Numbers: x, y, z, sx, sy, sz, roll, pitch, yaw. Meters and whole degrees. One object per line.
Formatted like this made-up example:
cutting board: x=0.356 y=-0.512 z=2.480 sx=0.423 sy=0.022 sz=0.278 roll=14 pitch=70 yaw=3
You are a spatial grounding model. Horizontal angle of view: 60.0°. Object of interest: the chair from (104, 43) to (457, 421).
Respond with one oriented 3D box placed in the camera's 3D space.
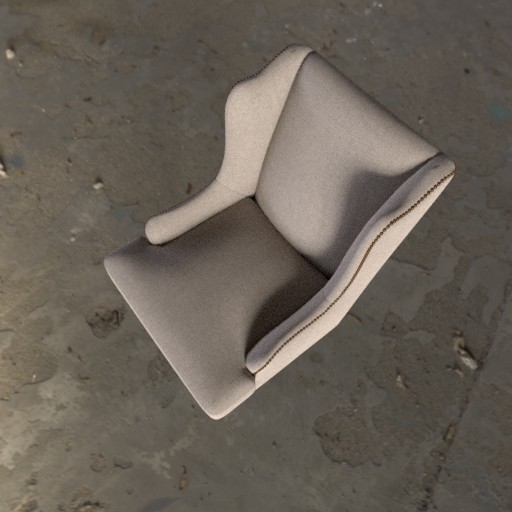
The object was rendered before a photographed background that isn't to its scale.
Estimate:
chair: x=0.000 y=0.000 z=1.645 sx=0.940 sy=1.029 sz=0.737 roll=-35 pitch=68 yaw=-17
